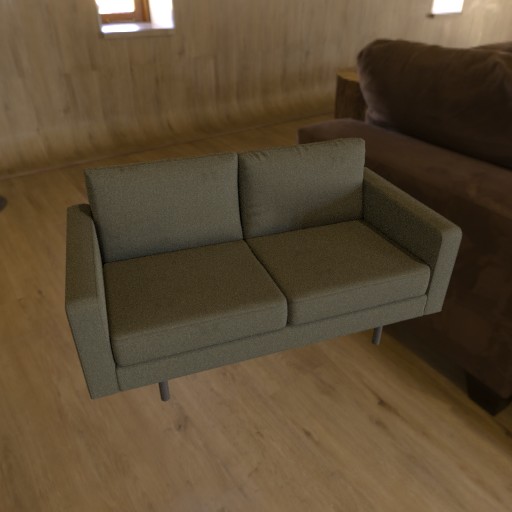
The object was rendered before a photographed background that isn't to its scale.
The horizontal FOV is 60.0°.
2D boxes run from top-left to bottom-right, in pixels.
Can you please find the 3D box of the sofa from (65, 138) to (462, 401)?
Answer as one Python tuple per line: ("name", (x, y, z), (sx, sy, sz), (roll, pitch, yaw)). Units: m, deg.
("sofa", (0.000, 0.000, 2.247), (1.730, 0.897, 0.889), (-11, 34, -16))
